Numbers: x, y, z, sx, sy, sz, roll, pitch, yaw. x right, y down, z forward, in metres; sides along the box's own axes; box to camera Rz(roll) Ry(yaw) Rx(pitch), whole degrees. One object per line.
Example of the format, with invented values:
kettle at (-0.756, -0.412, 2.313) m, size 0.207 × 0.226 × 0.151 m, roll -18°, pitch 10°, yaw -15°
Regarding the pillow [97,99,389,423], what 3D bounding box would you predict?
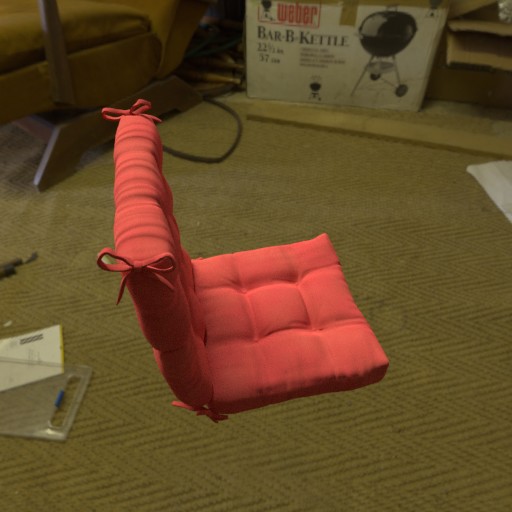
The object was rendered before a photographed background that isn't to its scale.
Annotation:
pillow at (0.000, 0.000, 1.025) m, size 0.571 × 0.605 × 0.519 m, roll -9°, pitch 47°, yaw -9°
